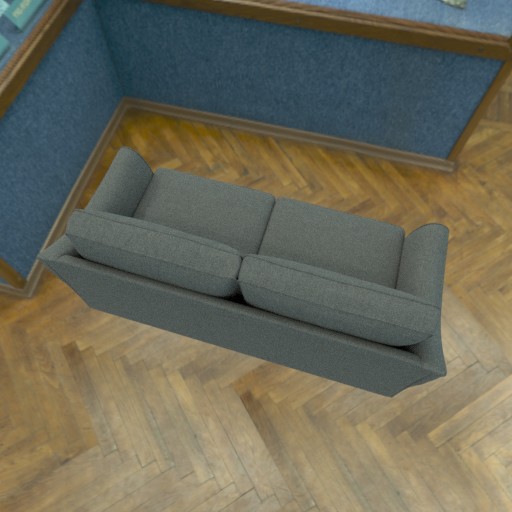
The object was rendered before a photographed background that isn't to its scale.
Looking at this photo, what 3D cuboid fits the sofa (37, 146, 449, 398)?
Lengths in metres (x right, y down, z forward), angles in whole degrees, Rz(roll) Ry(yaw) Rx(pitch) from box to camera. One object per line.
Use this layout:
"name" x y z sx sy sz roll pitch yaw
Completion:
"sofa" 0.000 0.000 2.725 2.203 0.976 1.013 15 64 7
